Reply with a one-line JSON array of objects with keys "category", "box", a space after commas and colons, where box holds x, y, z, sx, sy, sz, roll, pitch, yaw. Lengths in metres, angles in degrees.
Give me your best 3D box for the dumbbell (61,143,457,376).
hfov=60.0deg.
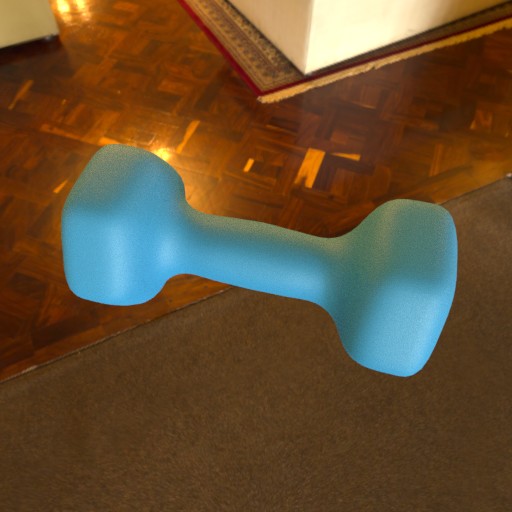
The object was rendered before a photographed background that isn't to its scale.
[{"category": "dumbbell", "box": [0.000, 0.000, 0.187, 0.152, 0.066, 0.074, 13, 58, 8]}]
